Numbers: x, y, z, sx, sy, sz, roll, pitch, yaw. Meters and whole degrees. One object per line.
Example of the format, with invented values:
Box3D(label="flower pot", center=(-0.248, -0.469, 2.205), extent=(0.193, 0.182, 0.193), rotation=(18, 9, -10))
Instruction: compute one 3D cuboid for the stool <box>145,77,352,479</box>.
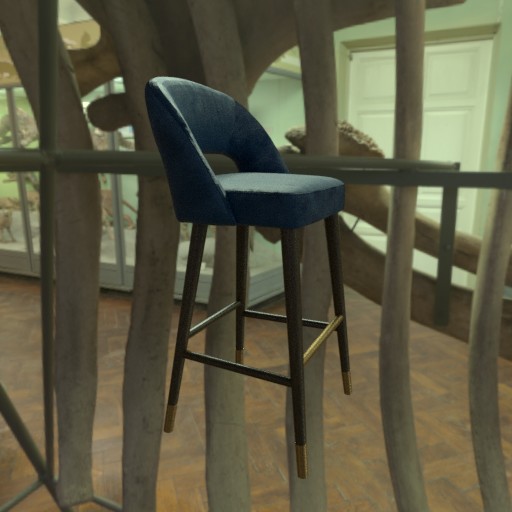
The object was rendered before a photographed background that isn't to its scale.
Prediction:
Box3D(label="stool", center=(0.000, 0.000, 1.318), extent=(0.515, 1.016, 0.514), rotation=(6, 15, 25))
